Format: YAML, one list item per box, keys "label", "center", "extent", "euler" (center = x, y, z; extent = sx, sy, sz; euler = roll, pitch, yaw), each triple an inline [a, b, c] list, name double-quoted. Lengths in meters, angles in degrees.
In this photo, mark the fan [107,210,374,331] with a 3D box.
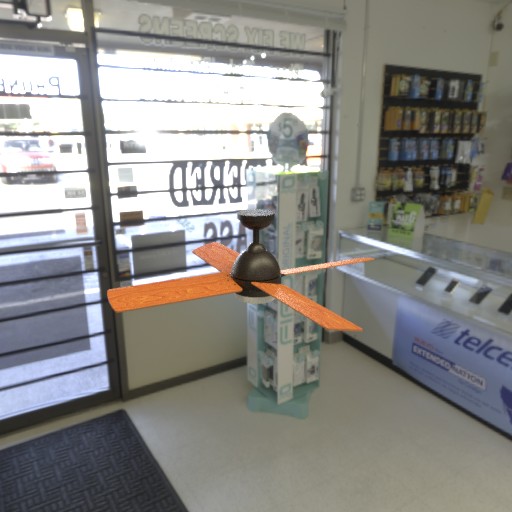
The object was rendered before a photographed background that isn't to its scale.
- label: "fan"
  center: [0.000, 0.000, 2.046]
  extent: [1.332, 0.403, 1.332]
  euler: [-8, 17, -27]
